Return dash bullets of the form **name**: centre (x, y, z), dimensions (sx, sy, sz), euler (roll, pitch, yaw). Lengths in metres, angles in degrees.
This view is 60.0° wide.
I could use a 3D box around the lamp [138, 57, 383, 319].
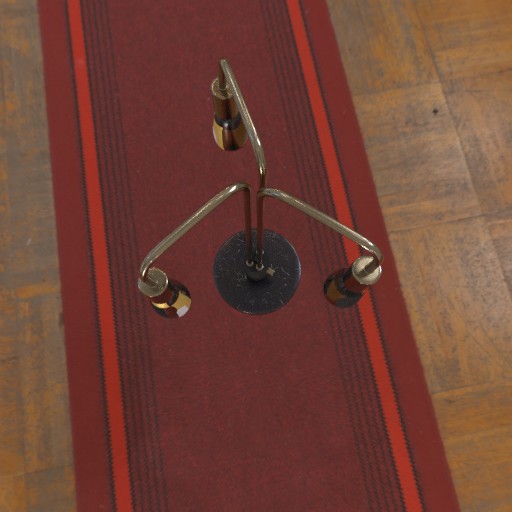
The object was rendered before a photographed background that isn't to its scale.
- **lamp**: centre (0.000, 0.000, 0.782), dimensions (0.368, 0.560, 0.355), euler (34, 78, 8)
